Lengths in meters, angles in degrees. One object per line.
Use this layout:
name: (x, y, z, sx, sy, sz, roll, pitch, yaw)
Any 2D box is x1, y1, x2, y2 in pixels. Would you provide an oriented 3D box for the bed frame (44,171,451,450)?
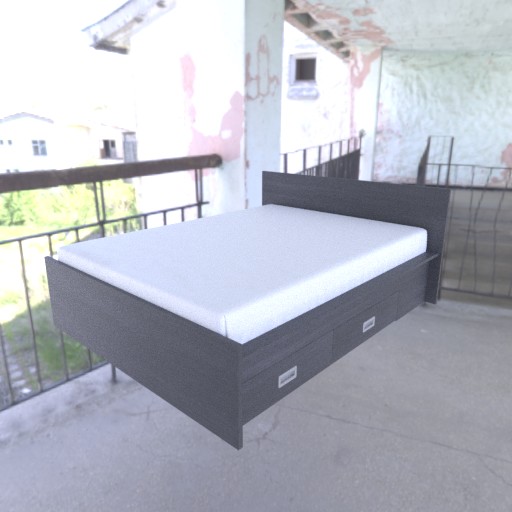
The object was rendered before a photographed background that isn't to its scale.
bed frame: (0.000, 0.000, 2.813, 1.622, 0.800, 1.960, 15, 22, 40)
